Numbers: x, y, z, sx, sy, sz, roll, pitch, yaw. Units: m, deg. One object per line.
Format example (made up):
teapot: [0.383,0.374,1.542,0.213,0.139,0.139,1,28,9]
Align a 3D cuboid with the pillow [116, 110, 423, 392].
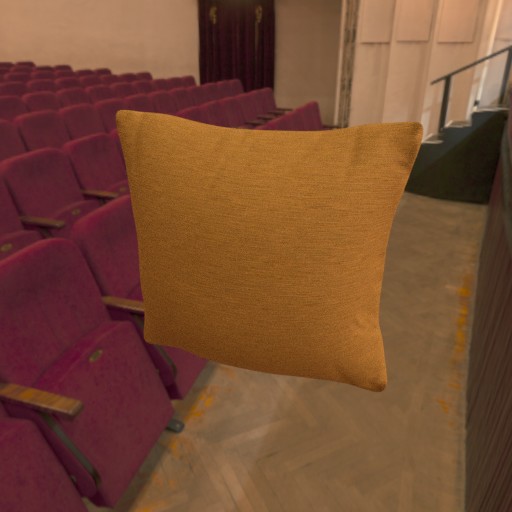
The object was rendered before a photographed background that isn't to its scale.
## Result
pillow: [0.000,0.000,0.681,0.435,0.417,0.247,8,26,16]
